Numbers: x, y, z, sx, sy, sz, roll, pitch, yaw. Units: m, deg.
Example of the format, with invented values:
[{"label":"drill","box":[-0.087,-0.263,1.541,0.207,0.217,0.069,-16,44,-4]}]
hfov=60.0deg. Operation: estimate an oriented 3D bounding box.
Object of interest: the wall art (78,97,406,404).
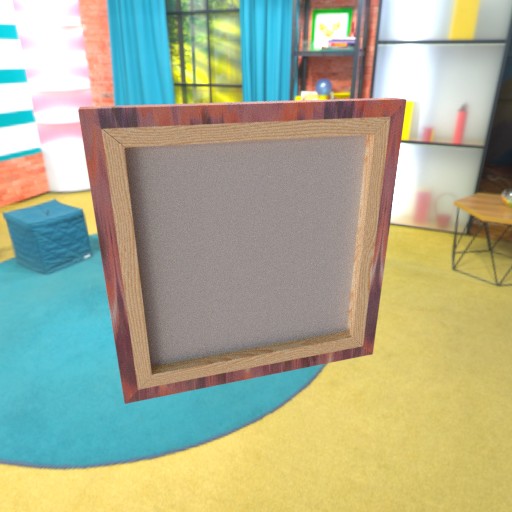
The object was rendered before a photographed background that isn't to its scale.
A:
[{"label":"wall art","box":[0.000,0.000,0.926,0.603,0.609,0.037,-7,25,-15]}]
